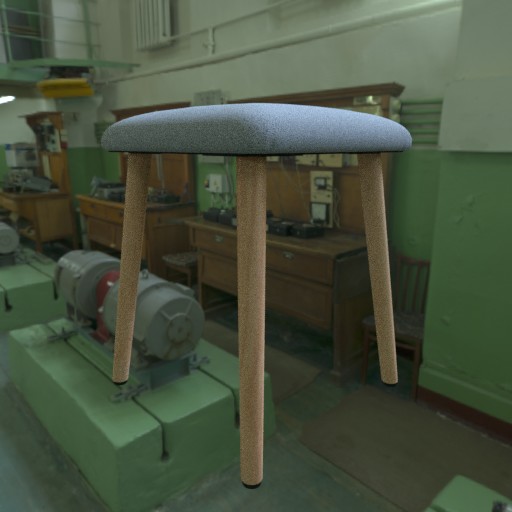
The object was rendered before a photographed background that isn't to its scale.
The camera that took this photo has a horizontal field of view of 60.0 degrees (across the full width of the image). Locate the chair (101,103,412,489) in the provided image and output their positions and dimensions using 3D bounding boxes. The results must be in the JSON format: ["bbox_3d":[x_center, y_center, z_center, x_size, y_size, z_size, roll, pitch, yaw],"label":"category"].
[{"bbox_3d":[0.000,0.000,0.693,0.350,0.440,0.350,-13,19,-43],"label":"chair"}]
